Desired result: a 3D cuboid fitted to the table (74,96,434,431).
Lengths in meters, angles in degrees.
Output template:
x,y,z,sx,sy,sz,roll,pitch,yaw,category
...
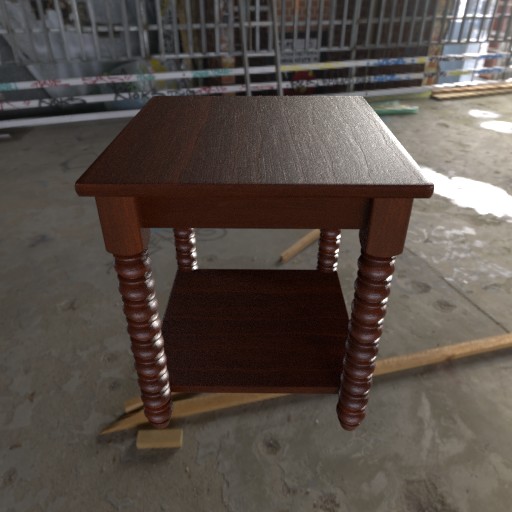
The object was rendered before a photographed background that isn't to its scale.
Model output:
x,y,z,sx,sy,sz,roll,pitch,yaw,category
0.000,0.000,0.983,0.500,0.567,0.533,0,32,1,table
